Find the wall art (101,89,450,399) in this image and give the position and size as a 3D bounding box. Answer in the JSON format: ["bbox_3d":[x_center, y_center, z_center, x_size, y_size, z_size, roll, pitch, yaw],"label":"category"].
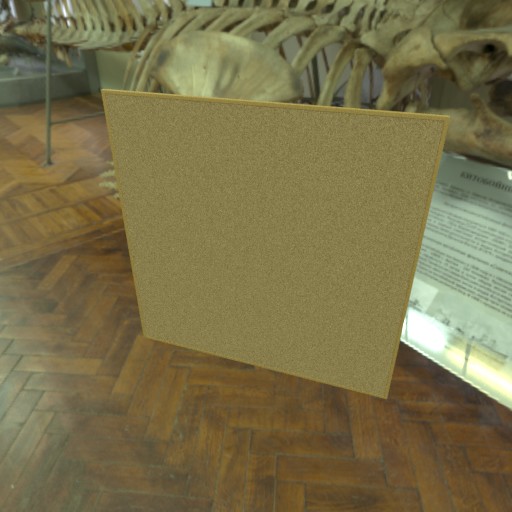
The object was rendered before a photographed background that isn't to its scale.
[{"bbox_3d":[0.000,0.000,1.423,0.962,0.959,0.013,10,33,16],"label":"wall art"}]
